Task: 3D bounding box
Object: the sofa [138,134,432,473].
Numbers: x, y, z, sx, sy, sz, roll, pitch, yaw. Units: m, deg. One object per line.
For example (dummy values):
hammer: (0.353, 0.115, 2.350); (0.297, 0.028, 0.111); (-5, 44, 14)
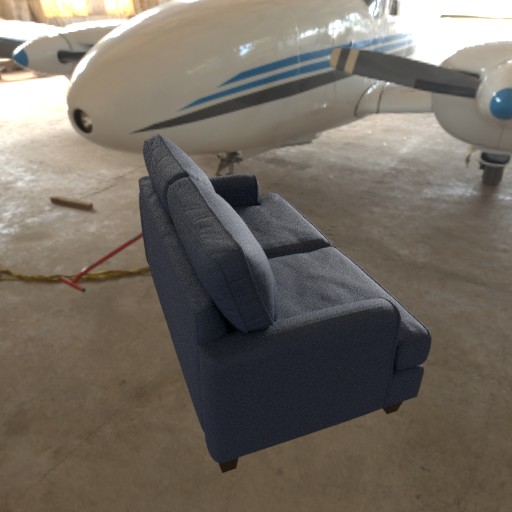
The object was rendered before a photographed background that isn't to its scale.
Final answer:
sofa: (0.000, 0.000, 2.260); (0.965, 0.965, 1.651); (-11, 32, -18)
